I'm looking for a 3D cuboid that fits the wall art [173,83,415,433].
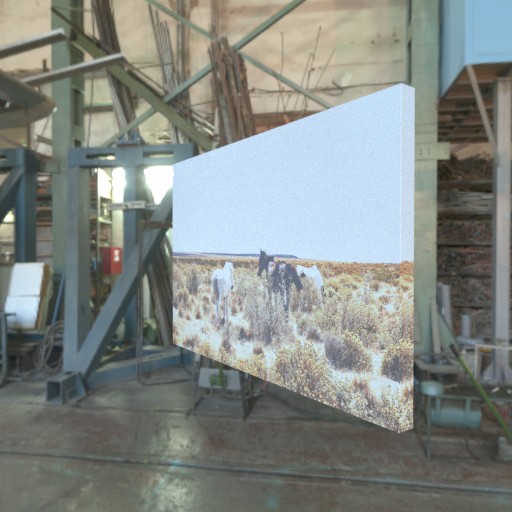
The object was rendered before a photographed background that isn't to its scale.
[{"bbox_3d":[0.000,0.000,1.438,0.051,0.761,1.138,-1,1,-36],"label":"wall art"}]
